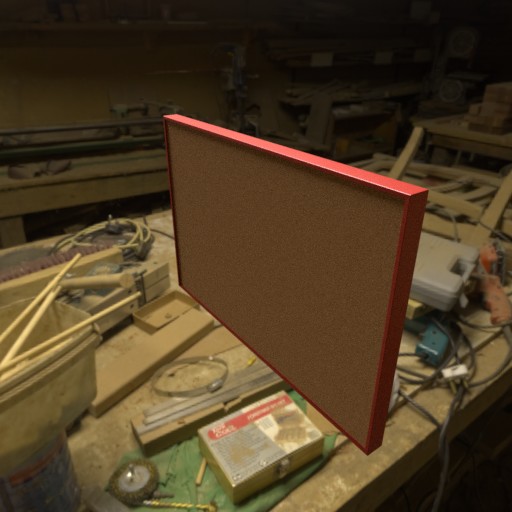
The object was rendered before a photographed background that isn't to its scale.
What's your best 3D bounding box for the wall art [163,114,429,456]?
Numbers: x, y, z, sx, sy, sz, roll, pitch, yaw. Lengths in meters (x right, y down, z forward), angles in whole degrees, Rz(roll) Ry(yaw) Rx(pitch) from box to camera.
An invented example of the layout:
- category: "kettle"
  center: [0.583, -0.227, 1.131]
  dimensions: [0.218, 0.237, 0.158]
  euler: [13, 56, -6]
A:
- category: "wall art"
  center: [0.000, 0.000, 0.791]
  dimensions: [0.033, 0.405, 0.607]
  euler: [-18, 32, -31]
